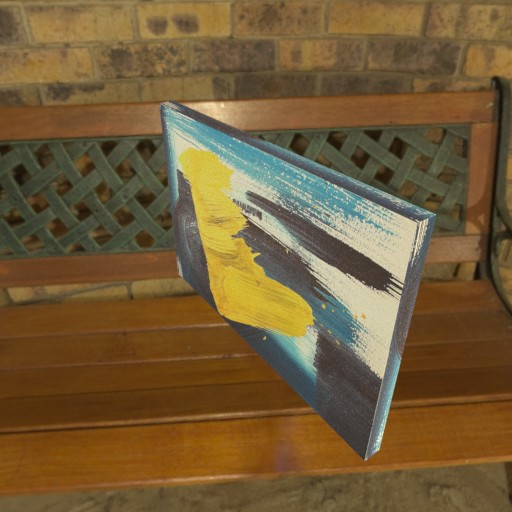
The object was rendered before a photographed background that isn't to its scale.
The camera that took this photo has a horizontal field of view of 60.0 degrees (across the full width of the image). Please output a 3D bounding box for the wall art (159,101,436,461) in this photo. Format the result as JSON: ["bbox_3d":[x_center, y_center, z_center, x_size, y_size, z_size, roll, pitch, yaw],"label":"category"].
[{"bbox_3d":[0.000,0.000,0.776,0.033,0.406,0.609,-21,38,-29],"label":"wall art"}]
